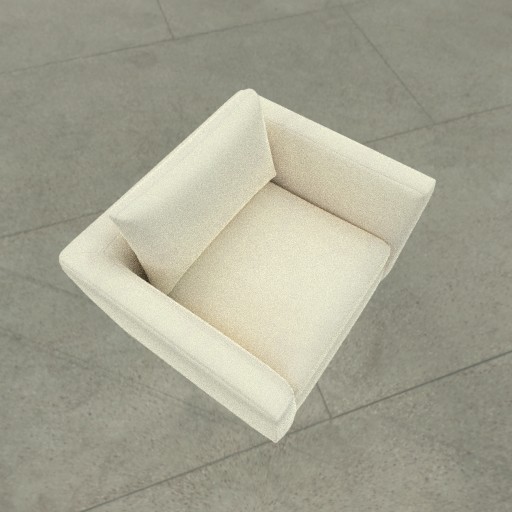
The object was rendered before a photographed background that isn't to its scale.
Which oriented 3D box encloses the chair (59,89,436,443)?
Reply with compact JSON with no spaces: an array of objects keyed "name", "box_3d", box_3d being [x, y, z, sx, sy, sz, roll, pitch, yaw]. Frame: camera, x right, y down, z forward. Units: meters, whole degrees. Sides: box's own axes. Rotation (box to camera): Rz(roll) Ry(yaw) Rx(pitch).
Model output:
[{"name":"chair","box_3d":[0.000,0.000,1.724,0.889,0.865,1.041,31,64,17]}]
